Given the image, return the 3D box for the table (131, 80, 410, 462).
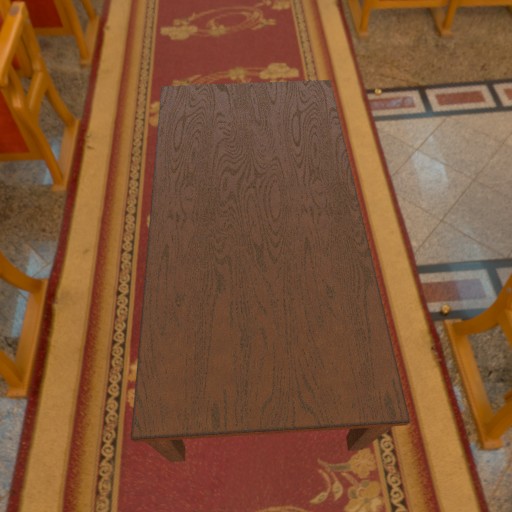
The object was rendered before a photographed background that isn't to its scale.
[{"bbox_3d":[0.000,0.000,2.451,1.016,0.762,1.981,-3,58,-2],"label":"table"}]
